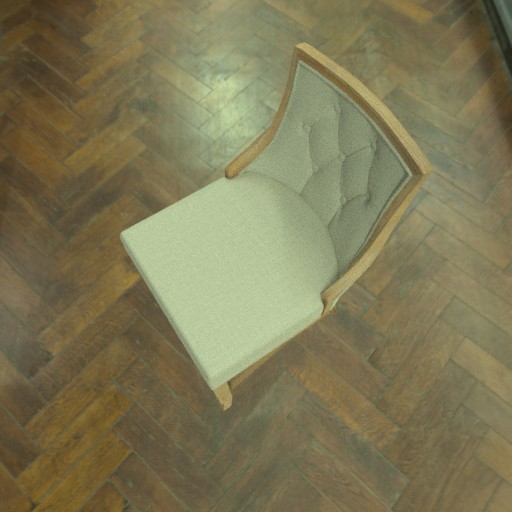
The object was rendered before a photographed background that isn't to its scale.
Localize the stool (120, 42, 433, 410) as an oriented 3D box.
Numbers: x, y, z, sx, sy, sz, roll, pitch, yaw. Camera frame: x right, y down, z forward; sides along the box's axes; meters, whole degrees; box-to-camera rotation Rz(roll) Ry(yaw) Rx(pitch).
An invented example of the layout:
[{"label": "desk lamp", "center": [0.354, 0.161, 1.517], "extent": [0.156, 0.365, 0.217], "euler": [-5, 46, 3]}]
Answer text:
[{"label": "stool", "center": [0.000, 0.000, 1.318], "extent": [0.626, 0.938, 0.524], "euler": [-31, 69, -13]}]
